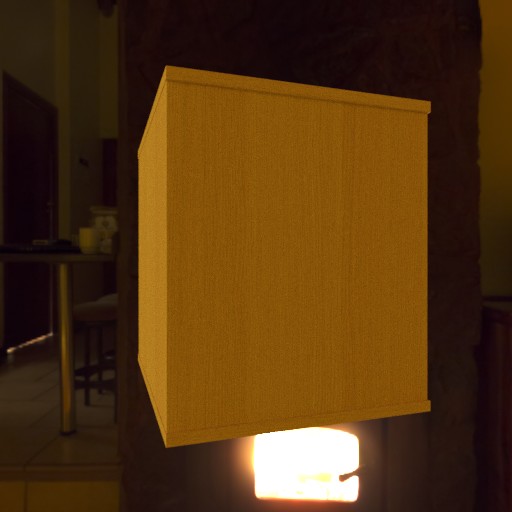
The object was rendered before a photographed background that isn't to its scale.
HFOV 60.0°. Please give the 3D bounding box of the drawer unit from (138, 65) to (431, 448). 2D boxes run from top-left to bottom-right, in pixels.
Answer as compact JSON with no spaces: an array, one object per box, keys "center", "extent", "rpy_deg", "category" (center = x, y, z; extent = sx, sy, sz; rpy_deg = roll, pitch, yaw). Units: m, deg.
[{"center":[0.000,0.000,0.610],"extent":[0.290,0.344,0.349],"rpy_deg":[0,0,-19],"category":"drawer unit"}]
